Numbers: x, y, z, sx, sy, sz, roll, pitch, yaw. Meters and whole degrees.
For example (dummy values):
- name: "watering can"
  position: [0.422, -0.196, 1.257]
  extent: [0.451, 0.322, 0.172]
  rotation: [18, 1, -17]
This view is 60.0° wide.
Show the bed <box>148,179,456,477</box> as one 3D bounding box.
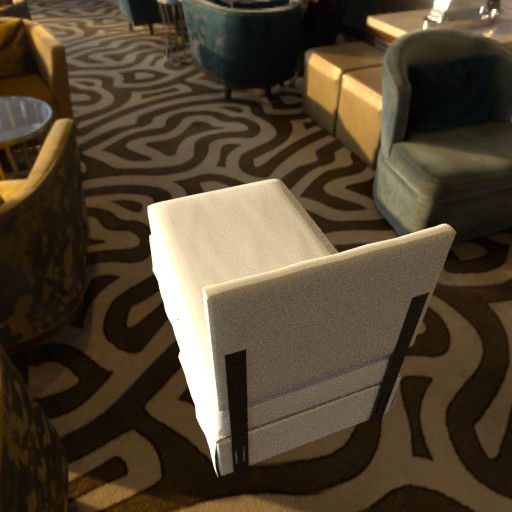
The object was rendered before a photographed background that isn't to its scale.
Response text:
- name: "bed"
  position: [0.000, 0.000, 2.974]
  extent: [1.261, 1.571, 1.997]
  rotation: [-14, 44, -15]
